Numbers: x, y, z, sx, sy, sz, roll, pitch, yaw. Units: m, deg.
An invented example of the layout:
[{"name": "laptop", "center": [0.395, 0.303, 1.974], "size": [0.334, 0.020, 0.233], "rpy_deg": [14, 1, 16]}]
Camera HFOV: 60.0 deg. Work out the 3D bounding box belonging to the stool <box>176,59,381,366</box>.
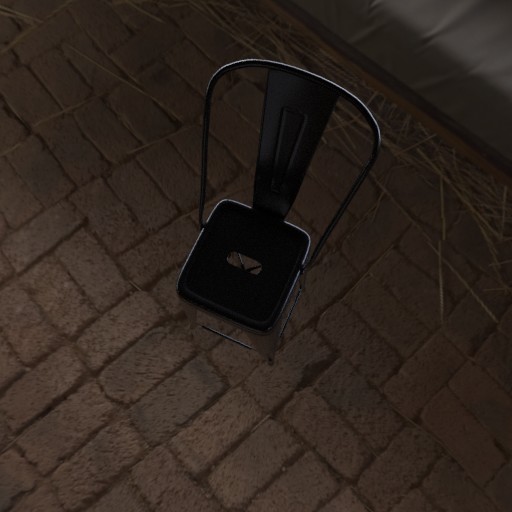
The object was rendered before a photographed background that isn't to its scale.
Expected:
[{"name": "stool", "center": [0.000, 0.000, 1.358], "size": [0.399, 1.096, 0.513], "rpy_deg": [24, 75, 7]}]
